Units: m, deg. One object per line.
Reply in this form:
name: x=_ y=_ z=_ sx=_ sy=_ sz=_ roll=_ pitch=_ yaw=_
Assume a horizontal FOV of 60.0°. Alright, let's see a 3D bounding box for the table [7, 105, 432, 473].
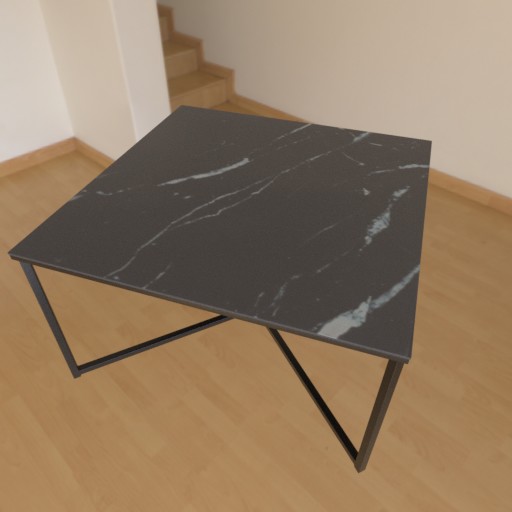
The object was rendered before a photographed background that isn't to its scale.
table: x=0.000 y=0.000 z=1.240 sx=0.800 sy=0.450 sz=0.800 roll=13 pitch=43 yaw=14
